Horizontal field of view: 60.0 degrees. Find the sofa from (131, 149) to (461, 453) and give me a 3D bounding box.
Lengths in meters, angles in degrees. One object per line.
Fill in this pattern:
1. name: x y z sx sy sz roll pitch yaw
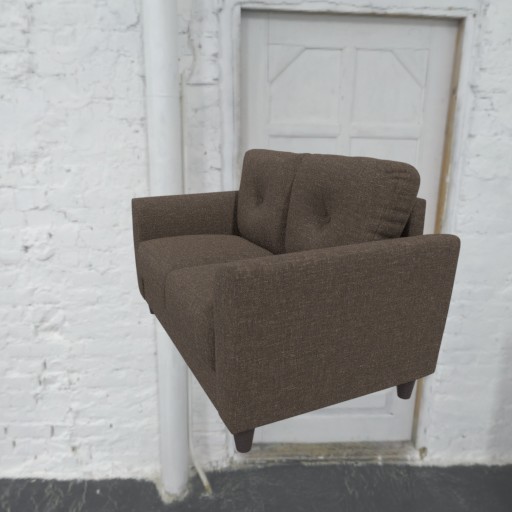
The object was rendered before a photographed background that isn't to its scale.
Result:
1. sofa: 0.000 0.000 1.962 0.851 0.885 1.423 -7 17 -25
